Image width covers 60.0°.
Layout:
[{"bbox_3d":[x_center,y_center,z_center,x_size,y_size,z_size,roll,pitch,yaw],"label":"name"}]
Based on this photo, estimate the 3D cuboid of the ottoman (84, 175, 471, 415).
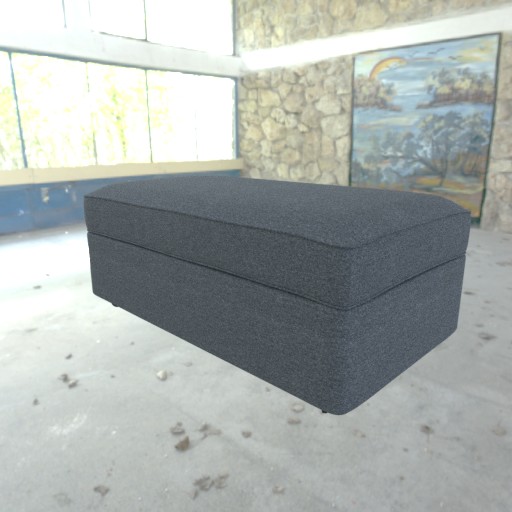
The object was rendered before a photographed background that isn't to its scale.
[{"bbox_3d":[0.000,0.000,1.524,1.173,0.494,0.681,14,20,43],"label":"ottoman"}]
